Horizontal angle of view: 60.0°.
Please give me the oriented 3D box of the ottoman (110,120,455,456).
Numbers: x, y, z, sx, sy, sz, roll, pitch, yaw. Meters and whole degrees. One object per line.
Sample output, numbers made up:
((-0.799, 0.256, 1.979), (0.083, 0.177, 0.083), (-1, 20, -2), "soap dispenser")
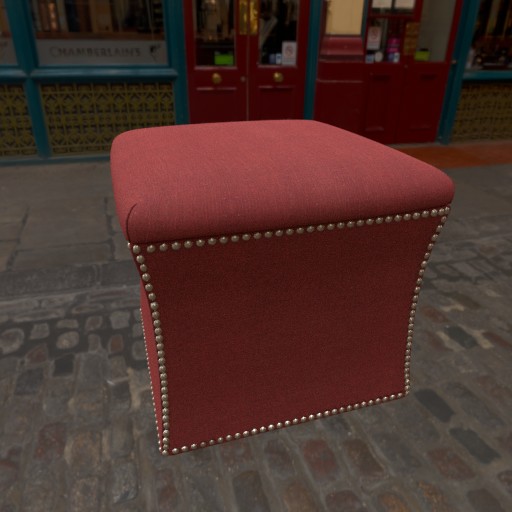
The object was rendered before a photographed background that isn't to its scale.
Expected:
((0.000, 0.000, 0.890), (0.507, 0.475, 0.497), (-8, 27, -15), "ottoman")
